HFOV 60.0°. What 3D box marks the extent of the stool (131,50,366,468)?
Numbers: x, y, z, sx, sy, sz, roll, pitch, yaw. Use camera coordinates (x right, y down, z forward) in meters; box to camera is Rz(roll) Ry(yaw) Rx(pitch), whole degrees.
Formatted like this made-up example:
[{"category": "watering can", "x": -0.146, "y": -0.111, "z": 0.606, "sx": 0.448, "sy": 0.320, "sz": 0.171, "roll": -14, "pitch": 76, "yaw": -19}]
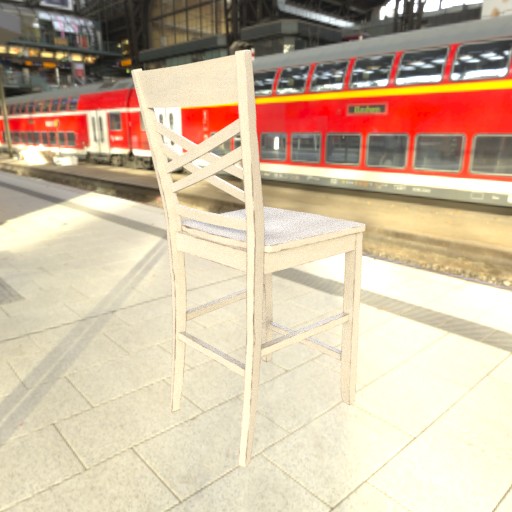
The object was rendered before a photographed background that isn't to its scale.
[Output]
[{"category": "stool", "x": 0.000, "y": 0.000, "z": 1.381, "sx": 0.539, "sy": 1.079, "sz": 0.462, "roll": -15, "pitch": 22, "yaw": -42}]
